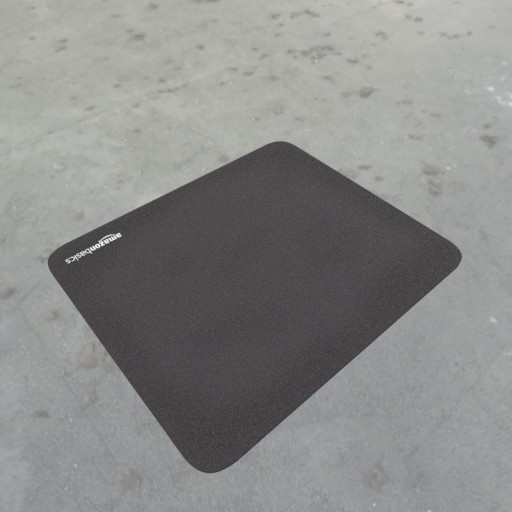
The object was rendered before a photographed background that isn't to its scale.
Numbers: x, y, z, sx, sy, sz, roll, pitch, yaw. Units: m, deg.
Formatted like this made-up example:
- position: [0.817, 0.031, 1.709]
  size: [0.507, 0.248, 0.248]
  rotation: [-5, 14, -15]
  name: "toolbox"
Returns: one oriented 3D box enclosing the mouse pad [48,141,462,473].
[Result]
- position: [0.000, 0.000, 0.335]
  size: [0.249, 0.002, 0.211]
  rotation: [-32, 55, -26]
  name: "mouse pad"
